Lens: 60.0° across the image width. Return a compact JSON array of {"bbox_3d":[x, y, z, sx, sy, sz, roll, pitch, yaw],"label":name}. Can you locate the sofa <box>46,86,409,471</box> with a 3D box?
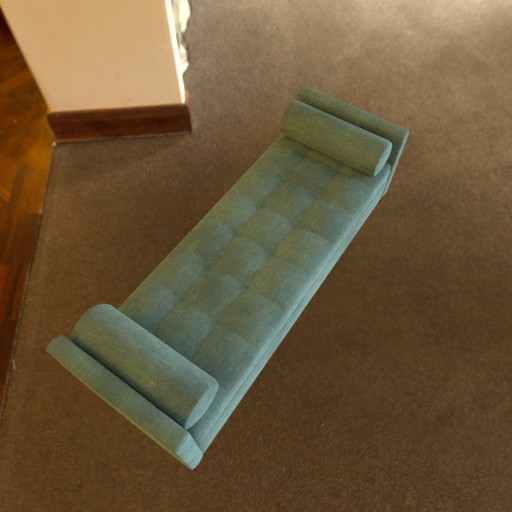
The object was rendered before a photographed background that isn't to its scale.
[{"bbox_3d":[0.000,0.000,2.338,0.686,0.635,1.981,30,63,18],"label":"sofa"}]
